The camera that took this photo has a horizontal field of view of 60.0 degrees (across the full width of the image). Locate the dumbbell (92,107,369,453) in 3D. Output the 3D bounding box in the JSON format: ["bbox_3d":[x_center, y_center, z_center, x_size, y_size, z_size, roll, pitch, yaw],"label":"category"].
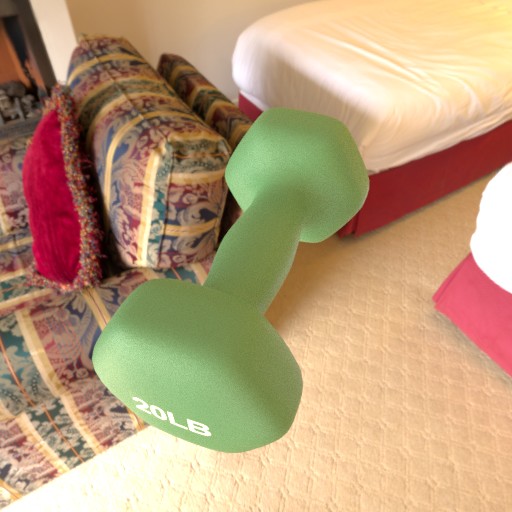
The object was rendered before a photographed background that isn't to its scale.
[{"bbox_3d":[0.000,0.000,0.320,0.126,0.114,0.257,16,49,14],"label":"dumbbell"}]
